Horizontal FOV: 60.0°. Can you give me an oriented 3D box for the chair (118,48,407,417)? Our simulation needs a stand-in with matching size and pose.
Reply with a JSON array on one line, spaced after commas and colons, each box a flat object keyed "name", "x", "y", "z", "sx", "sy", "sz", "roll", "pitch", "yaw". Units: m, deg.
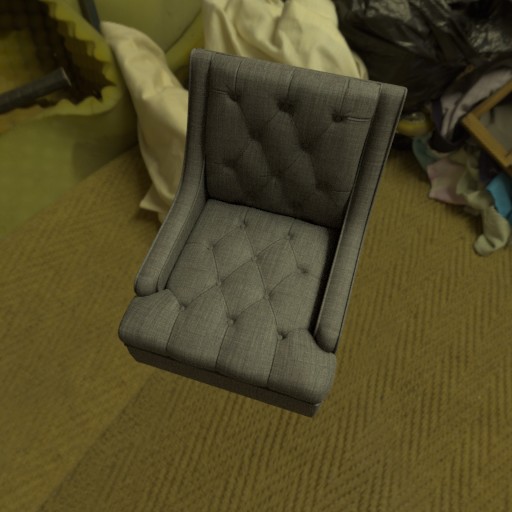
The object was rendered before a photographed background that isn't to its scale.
[{"name": "chair", "x": 0.000, "y": 0.000, "z": 1.424, "sx": 0.655, "sy": 0.891, "sz": 0.771, "roll": 15, "pitch": 58, "yaw": 10}]
